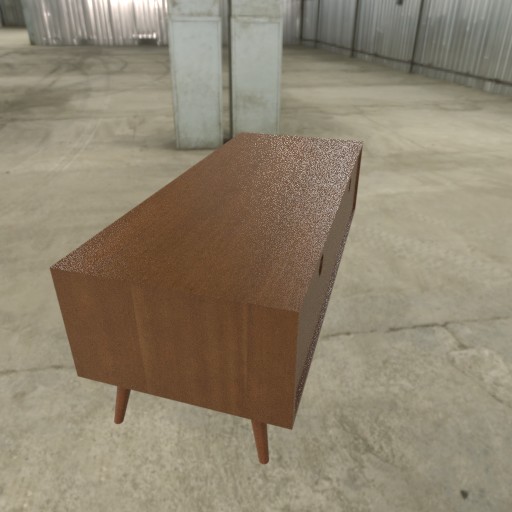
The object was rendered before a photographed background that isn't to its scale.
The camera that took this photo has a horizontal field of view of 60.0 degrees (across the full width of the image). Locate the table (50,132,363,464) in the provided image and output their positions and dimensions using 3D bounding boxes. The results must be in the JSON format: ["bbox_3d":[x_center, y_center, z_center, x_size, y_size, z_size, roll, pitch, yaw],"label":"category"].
[{"bbox_3d":[0.000,0.000,1.355,0.490,0.464,1.119,8,30,15],"label":"table"}]
